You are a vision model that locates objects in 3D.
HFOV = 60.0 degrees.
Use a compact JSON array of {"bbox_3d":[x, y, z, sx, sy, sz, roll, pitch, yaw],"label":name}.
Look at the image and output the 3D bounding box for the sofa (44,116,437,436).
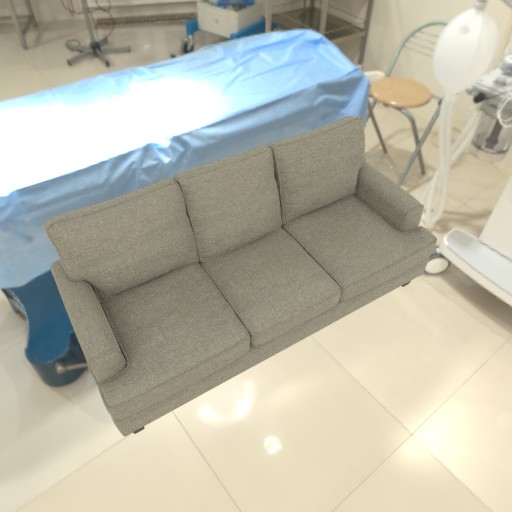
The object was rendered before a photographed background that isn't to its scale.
[{"bbox_3d":[0.000,0.000,2.649,2.158,0.965,0.951,-24,51,-21],"label":"sofa"}]
